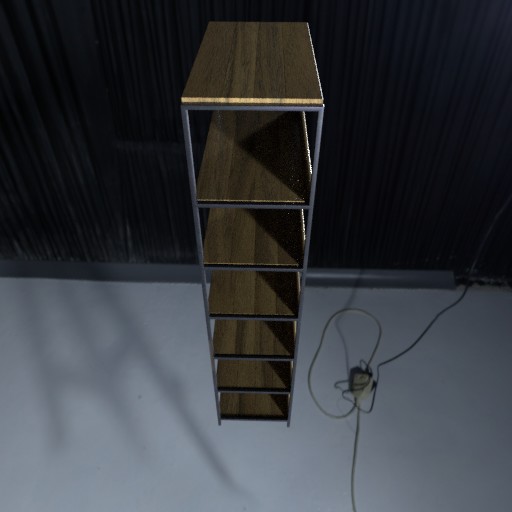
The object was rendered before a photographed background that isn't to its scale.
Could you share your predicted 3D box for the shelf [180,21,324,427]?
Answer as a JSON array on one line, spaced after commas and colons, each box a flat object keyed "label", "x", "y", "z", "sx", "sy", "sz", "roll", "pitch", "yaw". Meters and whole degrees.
[{"label": "shelf", "x": 0.000, "y": 0.000, "z": 2.305, "sx": 0.431, "sy": 2.015, "sz": 0.847, "roll": 1, "pitch": 43, "yaw": 1}]
